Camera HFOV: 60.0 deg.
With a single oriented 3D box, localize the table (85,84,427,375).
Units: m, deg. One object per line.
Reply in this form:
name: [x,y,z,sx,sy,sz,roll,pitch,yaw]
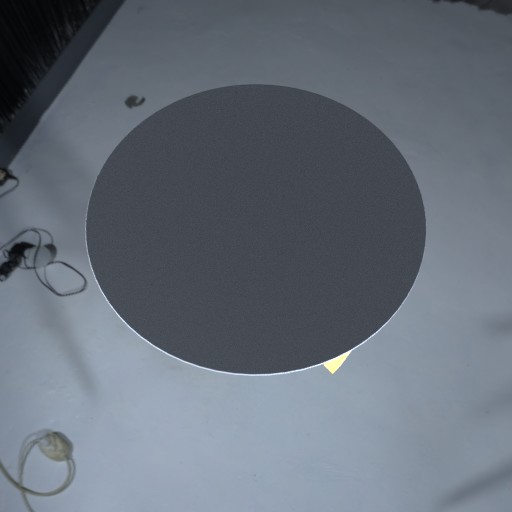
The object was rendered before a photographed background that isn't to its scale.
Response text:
table: [0.000,0.000,0.971,0.600,0.405,0.600,0,63,0]
